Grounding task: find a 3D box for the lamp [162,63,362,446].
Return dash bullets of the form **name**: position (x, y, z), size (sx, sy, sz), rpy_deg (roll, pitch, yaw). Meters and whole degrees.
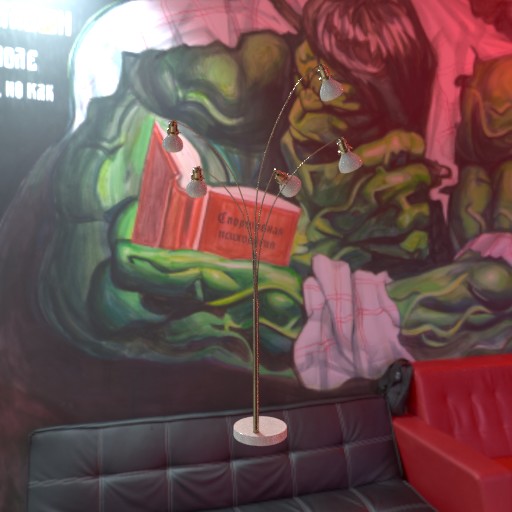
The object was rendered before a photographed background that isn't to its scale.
- **lamp**: position (0.000, 0.000, 3.012), size (1.405, 2.423, 0.361), rpy_deg (0, 0, 17)
